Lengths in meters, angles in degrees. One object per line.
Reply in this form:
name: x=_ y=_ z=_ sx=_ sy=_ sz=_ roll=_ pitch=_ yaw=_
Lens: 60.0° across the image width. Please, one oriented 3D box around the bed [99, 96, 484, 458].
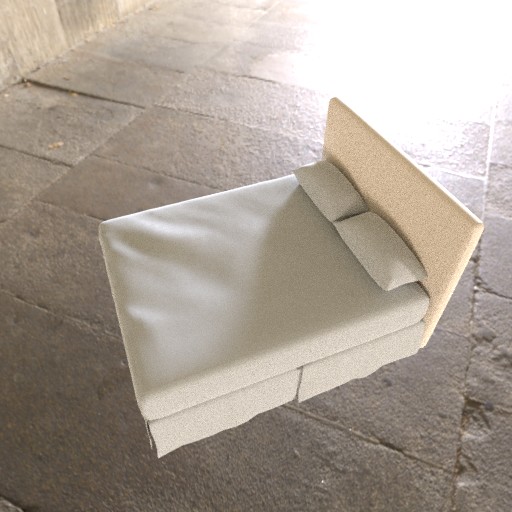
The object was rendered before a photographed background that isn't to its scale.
bed: x=0.000 y=0.000 z=3.213 sx=2.142 sy=1.330 sz=1.748 roll=-16 pitch=48 yaw=-15
